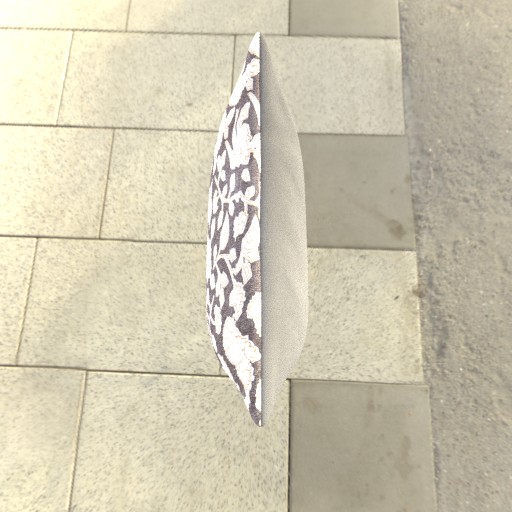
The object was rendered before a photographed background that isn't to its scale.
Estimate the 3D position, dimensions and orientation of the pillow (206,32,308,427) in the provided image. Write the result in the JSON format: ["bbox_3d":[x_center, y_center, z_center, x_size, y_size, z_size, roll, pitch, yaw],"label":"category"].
[{"bbox_3d":[0.000,0.000,0.797,0.166,0.507,0.526,0,75,0],"label":"pillow"}]
